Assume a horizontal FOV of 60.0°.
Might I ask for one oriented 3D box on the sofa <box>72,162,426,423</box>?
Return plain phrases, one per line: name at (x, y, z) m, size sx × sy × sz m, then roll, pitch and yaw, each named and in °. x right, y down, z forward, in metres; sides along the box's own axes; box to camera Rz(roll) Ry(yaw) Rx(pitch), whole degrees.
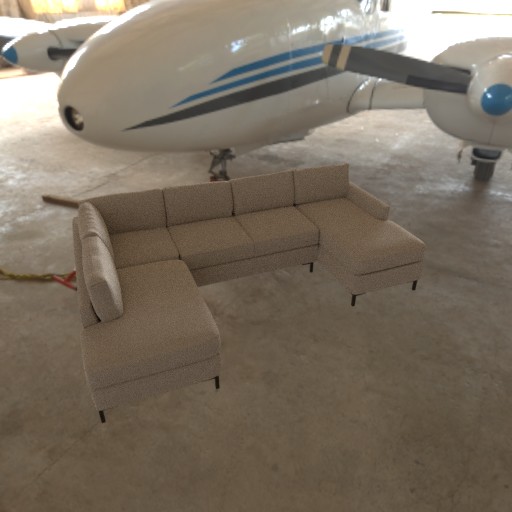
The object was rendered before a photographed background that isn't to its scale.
sofa at (0.000, 0.000, 3.899) m, size 2.984 × 0.862 × 1.989 m, roll -11°, pitch 33°, yaw -19°
